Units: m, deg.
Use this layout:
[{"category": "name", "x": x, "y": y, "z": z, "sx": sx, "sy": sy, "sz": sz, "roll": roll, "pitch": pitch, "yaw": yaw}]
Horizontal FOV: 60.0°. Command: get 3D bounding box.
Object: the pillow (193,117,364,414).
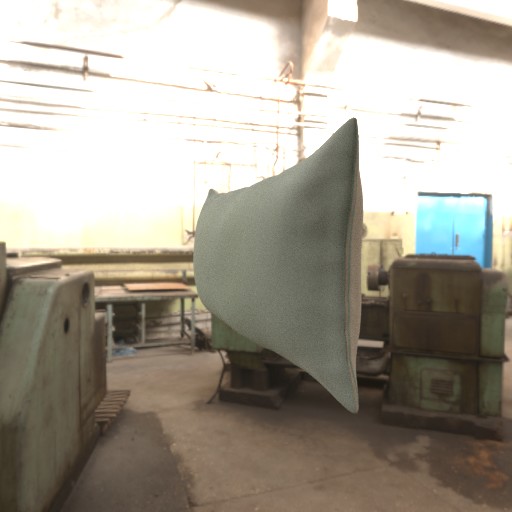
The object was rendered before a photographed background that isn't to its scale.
[{"category": "pillow", "x": 0.000, "y": 0.000, "z": 0.714, "sx": 0.151, "sy": 0.287, "sz": 0.610, "roll": -1, "pitch": 2, "yaw": -19}]
